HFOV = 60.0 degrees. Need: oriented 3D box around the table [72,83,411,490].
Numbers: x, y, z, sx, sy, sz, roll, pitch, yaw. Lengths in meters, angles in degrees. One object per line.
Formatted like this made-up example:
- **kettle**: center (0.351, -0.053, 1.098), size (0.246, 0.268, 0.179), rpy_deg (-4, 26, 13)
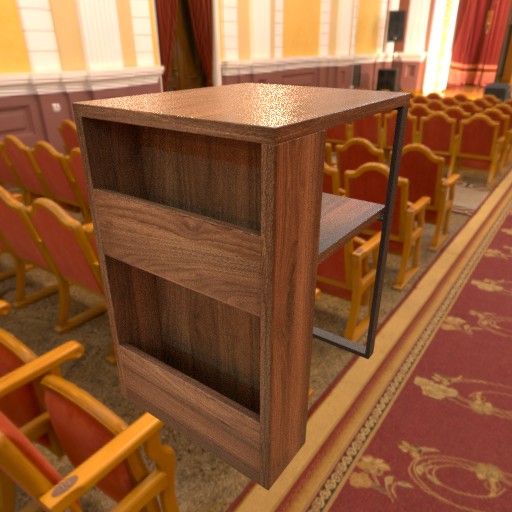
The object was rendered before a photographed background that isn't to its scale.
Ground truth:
- **table**: center (0.000, 0.000, 1.536), size (0.660, 1.041, 0.786), rpy_deg (18, 31, 32)
